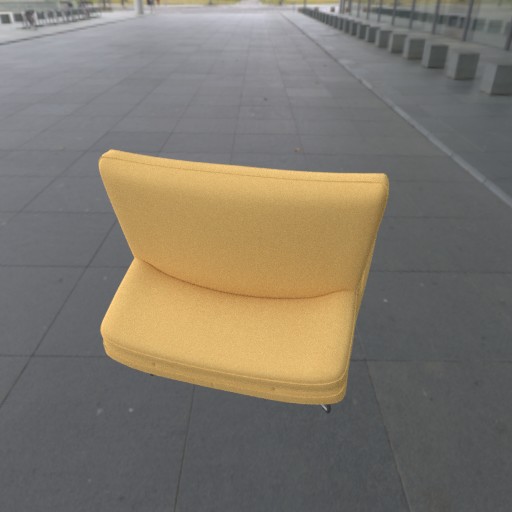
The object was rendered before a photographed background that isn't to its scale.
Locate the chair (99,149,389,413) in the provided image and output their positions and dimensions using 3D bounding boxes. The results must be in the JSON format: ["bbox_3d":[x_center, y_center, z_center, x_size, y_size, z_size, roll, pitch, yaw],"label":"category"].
[{"bbox_3d":[0.000,0.000,1.640,0.859,0.855,1.008,8,31,13],"label":"chair"}]
